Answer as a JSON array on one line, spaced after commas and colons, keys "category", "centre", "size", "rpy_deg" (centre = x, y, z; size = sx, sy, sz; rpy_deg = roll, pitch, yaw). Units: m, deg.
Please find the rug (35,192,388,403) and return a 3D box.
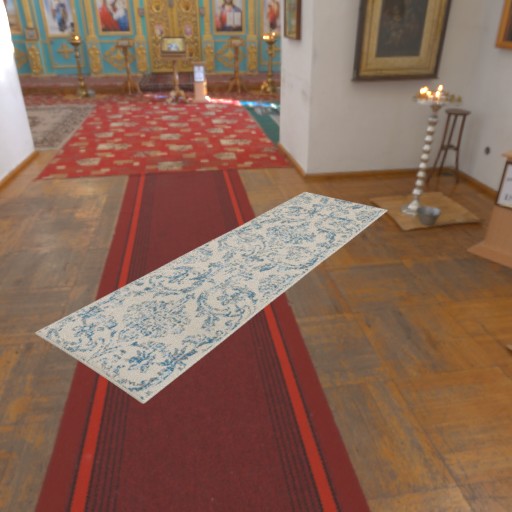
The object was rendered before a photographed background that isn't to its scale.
[{"category": "rug", "centre": [0.000, 0.000, 2.444], "size": [0.662, 0.011, 2.196], "rpy_deg": [18, 32, 31]}]
